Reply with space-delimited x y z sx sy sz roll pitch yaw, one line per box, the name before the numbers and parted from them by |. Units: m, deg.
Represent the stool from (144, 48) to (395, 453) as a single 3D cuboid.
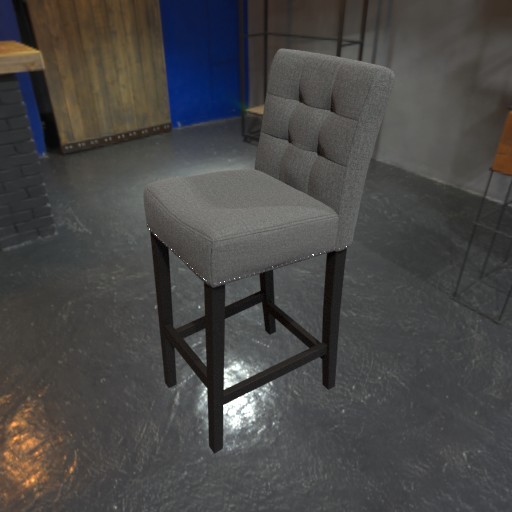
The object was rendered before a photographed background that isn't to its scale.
stool | 0.000 0.000 1.307 0.548 1.047 0.411 -21 38 -29
